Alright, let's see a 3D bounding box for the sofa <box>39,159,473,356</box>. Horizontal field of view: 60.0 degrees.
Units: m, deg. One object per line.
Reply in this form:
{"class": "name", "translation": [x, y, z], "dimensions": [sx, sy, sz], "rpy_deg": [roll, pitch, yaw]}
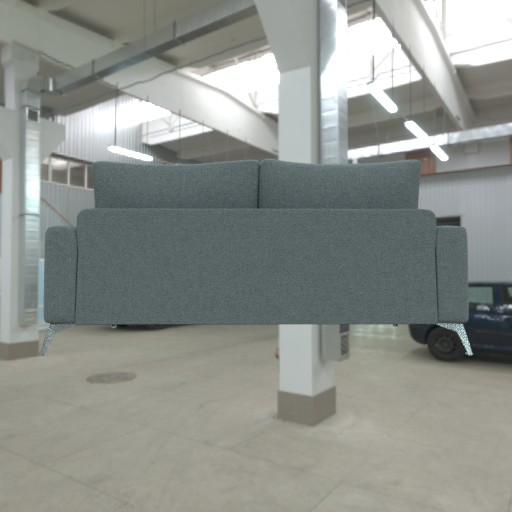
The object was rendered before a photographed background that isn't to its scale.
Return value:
{"class": "sofa", "translation": [0.000, 0.000, 2.129], "dimensions": [1.650, 0.790, 0.920], "rpy_deg": [0, -2, -1]}
